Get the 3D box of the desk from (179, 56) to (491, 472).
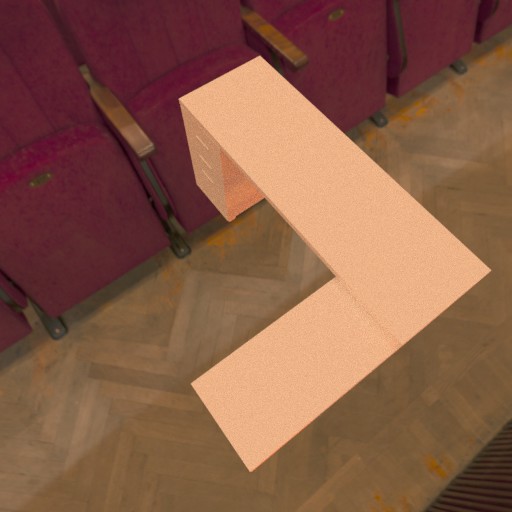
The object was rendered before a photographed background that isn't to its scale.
[{"bbox_3d":[0.000,0.000,2.214,1.199,0.759,1.524,-34,69,-15],"label":"desk"}]
